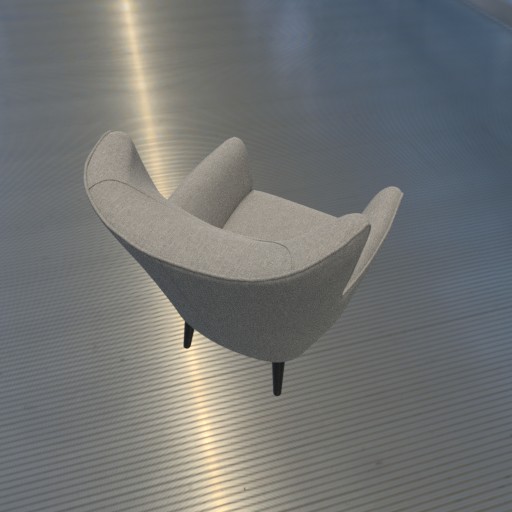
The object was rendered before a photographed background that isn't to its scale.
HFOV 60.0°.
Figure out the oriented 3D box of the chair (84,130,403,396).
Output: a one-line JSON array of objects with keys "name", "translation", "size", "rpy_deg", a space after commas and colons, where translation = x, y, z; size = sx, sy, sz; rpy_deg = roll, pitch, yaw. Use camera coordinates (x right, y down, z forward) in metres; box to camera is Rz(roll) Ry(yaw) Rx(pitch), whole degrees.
[{"name": "chair", "translation": [0.000, 0.000, 1.555], "size": [0.781, 0.933, 0.888], "rpy_deg": [22, 50, 20]}]
